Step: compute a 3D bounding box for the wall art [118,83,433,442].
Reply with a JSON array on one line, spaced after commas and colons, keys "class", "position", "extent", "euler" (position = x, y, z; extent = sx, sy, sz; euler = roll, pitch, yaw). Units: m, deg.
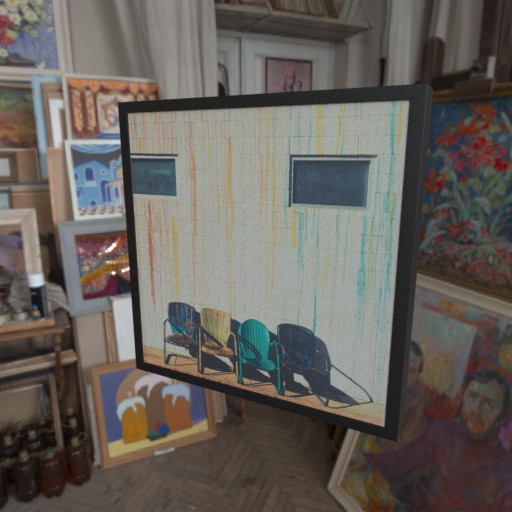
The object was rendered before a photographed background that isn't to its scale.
[{"class": "wall art", "position": [0.000, 0.000, 0.446], "extent": [0.304, 0.304, 0.038], "euler": [7, 15, 26]}]
